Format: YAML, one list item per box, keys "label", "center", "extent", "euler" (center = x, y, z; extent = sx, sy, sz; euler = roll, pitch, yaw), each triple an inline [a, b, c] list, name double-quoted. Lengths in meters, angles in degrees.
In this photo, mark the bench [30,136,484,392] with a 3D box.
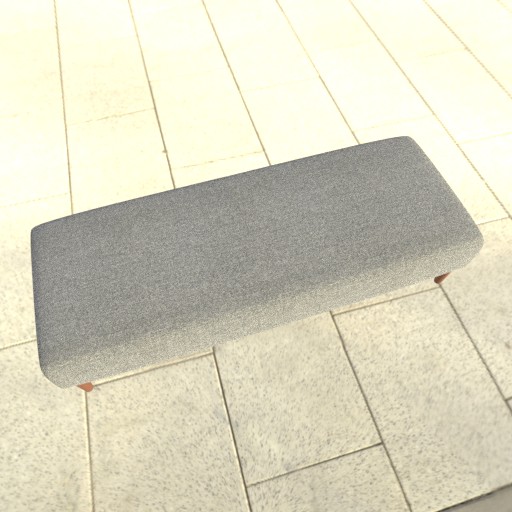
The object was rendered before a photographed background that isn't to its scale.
- label: "bench"
  center: [0.000, 0.000, 1.775]
  extent: [1.598, 0.384, 0.631]
  euler: [-15, 59, -9]
